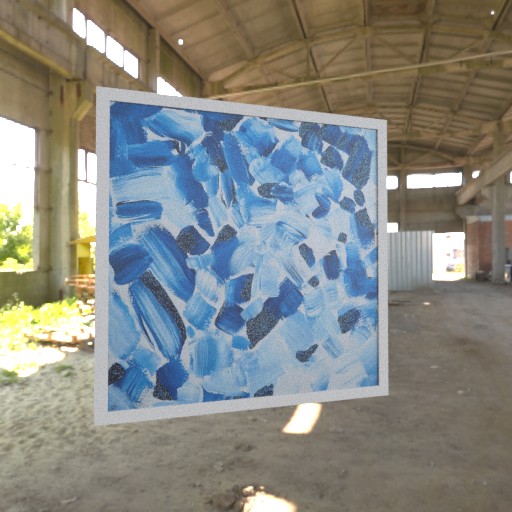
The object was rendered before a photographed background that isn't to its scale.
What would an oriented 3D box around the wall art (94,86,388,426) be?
[{"bbox_3d":[0.000,0.000,1.191,0.812,0.812,0.015,0,-1,-18],"label":"wall art"}]
